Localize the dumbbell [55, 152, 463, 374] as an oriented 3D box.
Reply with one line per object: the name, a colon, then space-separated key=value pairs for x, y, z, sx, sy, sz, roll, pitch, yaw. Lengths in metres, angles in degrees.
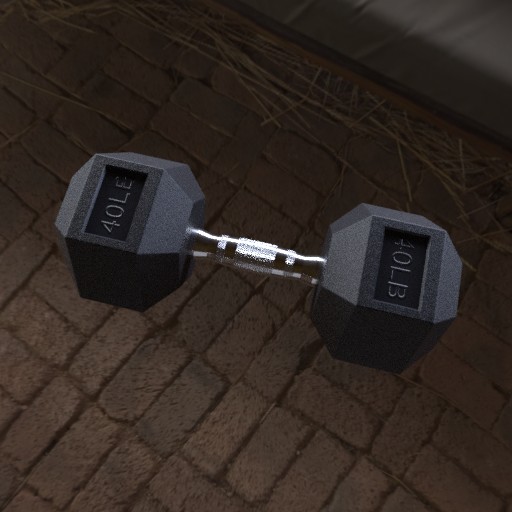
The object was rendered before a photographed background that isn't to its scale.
dumbbell: x=0.000 y=0.000 z=0.433 sx=0.361 sy=0.137 sz=0.157 roll=13 pitch=75 yaw=3
